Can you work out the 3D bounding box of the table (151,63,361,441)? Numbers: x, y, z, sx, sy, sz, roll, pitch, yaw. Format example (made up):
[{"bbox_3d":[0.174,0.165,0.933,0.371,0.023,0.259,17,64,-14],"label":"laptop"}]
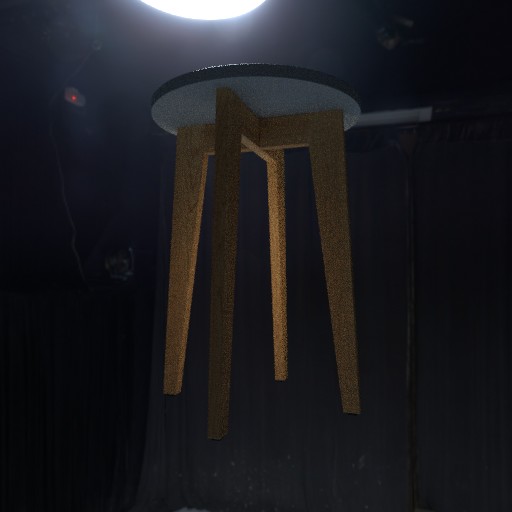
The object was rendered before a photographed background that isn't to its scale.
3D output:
[{"bbox_3d":[0.000,0.000,0.754,0.350,0.500,0.350,0,-1,0],"label":"table"}]
